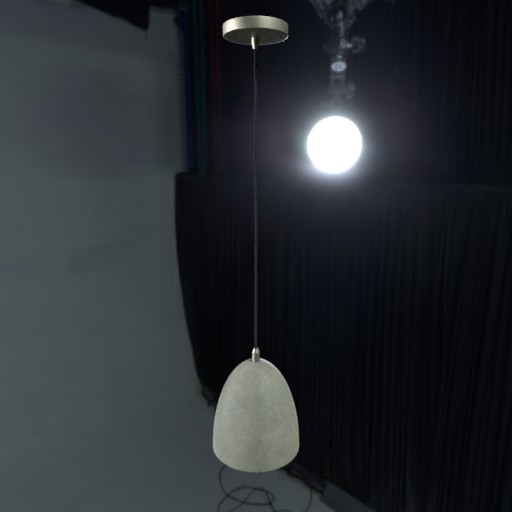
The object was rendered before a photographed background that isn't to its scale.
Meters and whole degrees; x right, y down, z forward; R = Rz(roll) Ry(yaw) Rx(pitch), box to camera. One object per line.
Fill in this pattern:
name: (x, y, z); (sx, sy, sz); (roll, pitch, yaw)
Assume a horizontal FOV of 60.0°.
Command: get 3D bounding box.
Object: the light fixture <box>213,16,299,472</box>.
light fixture: (0.000, 0.000, 0.797); (0.170, 0.759, 0.170); (12, 17, 43)
